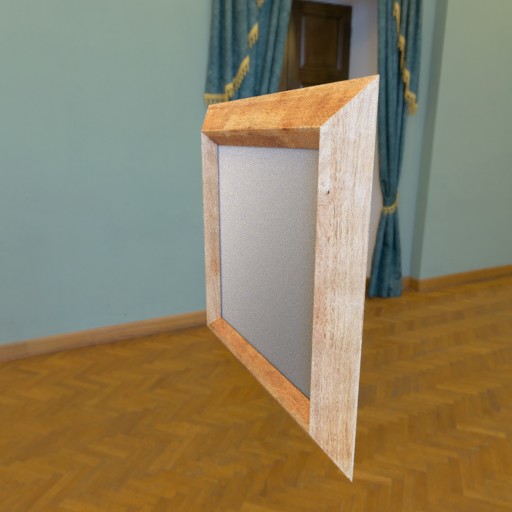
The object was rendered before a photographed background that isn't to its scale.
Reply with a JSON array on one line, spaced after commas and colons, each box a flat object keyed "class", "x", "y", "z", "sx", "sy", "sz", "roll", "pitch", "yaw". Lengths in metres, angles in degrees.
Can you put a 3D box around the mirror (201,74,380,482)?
[{"class": "mirror", "x": 0.000, "y": 0.000, "z": 0.946, "sx": 0.047, "sy": 0.651, "sz": 0.651, "roll": -7, "pitch": 17, "yaw": -25}]
